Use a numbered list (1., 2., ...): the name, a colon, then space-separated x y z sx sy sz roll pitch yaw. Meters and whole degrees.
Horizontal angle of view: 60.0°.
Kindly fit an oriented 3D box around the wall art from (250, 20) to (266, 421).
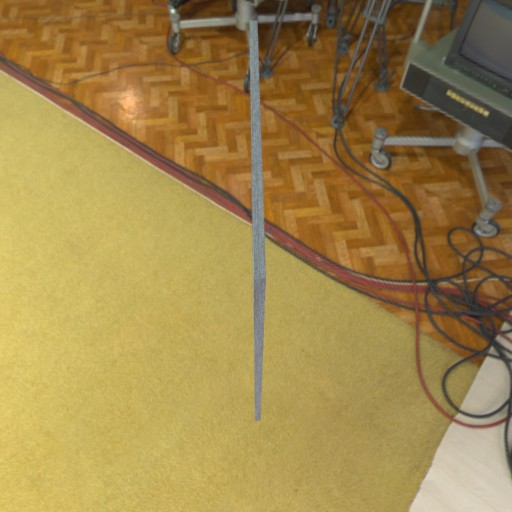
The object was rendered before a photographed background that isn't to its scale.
1. wall art: 0.000 0.000 1.396 0.020 1.070 0.768 -1 58 -1
